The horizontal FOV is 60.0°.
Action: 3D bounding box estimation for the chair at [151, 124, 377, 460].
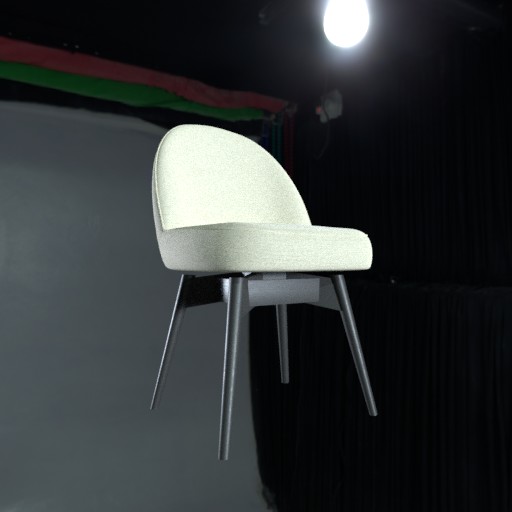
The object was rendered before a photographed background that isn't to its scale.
[{"bbox_3d":[0.000,0.000,1.221,0.532,0.838,0.540,0,-1,-35],"label":"chair"}]
